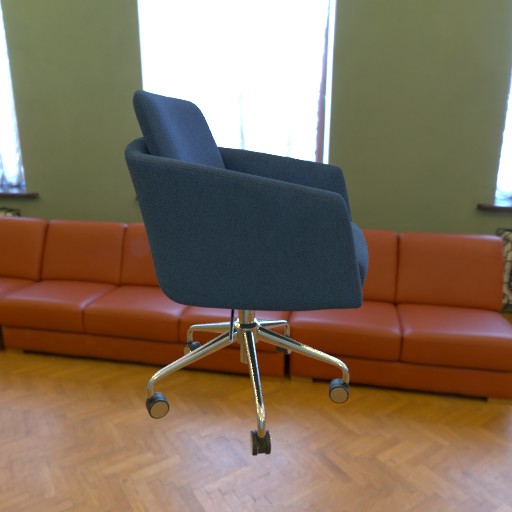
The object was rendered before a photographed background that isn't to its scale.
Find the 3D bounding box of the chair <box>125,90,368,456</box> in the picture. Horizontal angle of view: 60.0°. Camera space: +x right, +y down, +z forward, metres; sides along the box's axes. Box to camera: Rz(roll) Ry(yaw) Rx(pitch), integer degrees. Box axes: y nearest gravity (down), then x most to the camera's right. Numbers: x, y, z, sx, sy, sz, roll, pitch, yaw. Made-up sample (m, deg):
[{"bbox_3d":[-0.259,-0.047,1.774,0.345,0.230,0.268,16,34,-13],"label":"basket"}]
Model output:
[{"bbox_3d":[0.000,0.000,1.312,0.635,0.908,0.641,3,16,10],"label":"chair"}]
